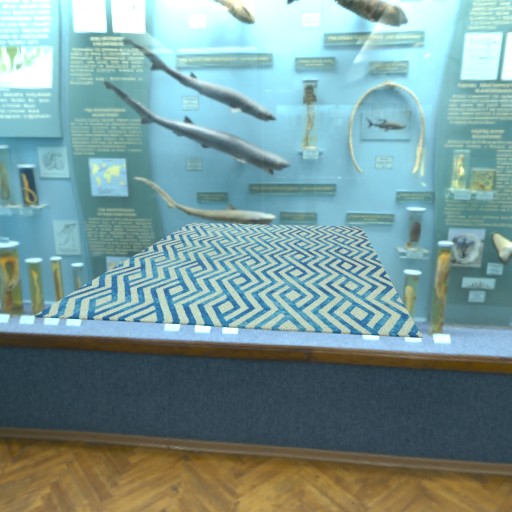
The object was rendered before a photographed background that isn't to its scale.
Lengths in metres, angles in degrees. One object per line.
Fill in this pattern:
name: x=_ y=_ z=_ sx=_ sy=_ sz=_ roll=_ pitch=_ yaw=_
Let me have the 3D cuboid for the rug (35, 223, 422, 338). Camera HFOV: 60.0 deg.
rug: x=0.000 y=0.000 z=2.250 sx=1.225 sy=0.008 sz=1.830 roll=2 pitch=14 yaw=7
